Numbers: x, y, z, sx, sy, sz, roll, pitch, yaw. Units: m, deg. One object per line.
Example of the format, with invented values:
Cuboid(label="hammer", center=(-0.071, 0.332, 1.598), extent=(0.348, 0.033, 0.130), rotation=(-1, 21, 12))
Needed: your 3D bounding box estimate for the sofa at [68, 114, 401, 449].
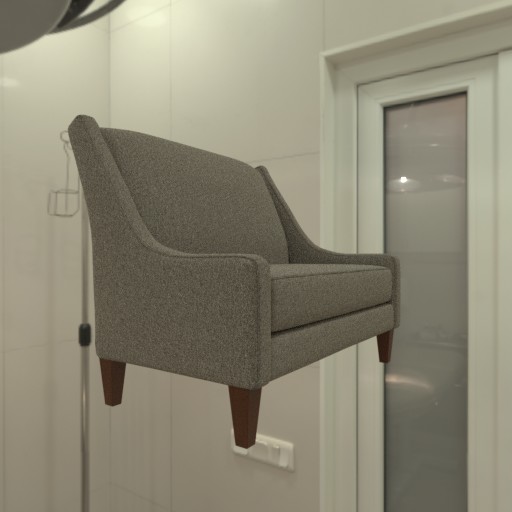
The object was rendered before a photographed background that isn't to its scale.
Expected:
Cuboid(label="sofa", center=(0.000, 0.000, 1.879), extent=(0.862, 1.026, 1.242), rotation=(0, 0, 35))
